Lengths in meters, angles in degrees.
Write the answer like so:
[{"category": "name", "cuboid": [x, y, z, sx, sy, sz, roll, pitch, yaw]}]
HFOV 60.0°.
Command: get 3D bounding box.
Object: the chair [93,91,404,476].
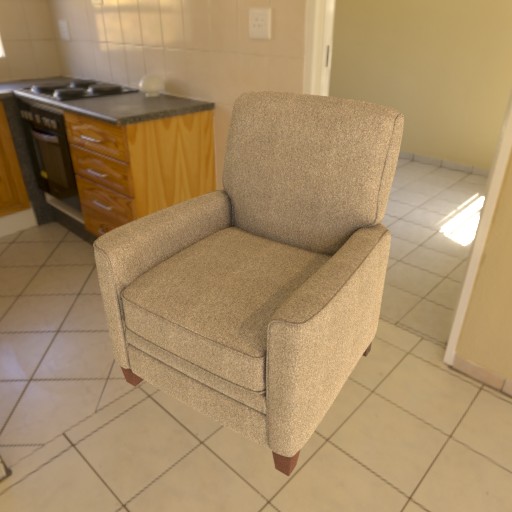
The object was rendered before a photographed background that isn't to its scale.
[{"category": "chair", "cuboid": [0.000, 0.000, 1.618, 0.841, 1.028, 0.858, 18, 34, 29]}]
